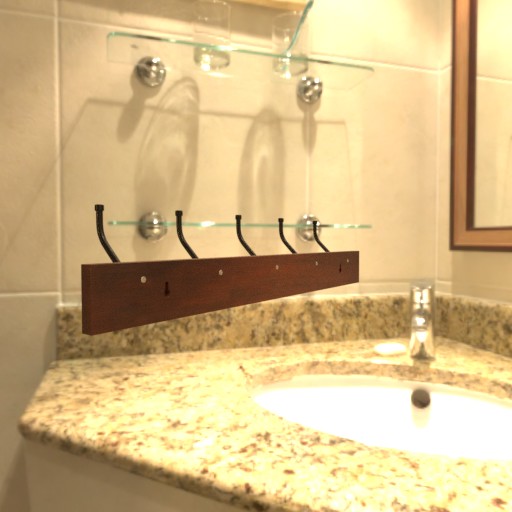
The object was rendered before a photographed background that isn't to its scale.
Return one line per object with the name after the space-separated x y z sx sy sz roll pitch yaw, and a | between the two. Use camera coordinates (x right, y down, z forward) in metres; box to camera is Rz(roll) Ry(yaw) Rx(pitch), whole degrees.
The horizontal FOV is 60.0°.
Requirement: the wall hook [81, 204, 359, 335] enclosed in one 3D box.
0.000 0.000 0.621 0.071 0.117 0.571 1 3 35 | wall hook
